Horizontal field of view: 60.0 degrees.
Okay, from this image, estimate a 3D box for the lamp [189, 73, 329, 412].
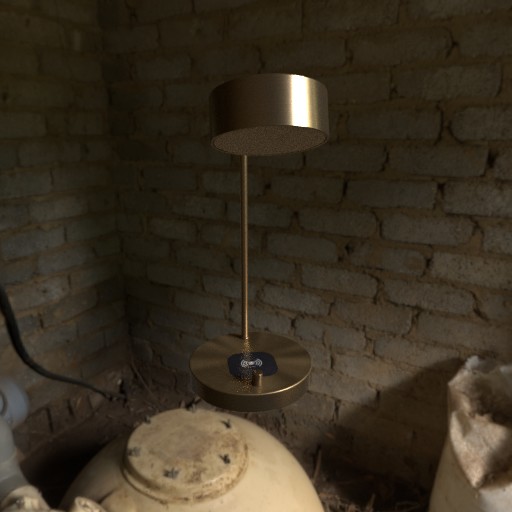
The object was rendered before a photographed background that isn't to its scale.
[{"bbox_3d":[0.000,0.000,0.523,0.171,0.380,0.270,-2,17,-8],"label":"lamp"}]
